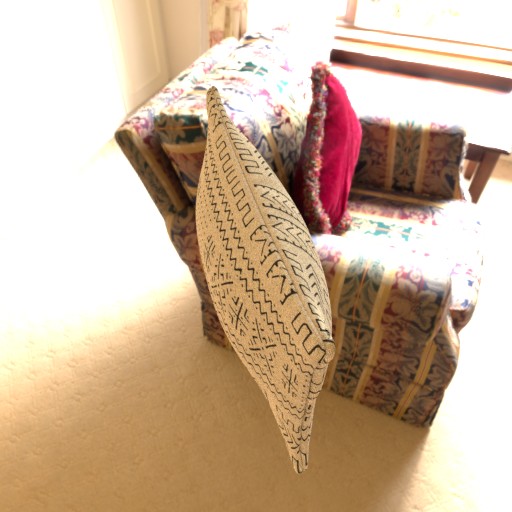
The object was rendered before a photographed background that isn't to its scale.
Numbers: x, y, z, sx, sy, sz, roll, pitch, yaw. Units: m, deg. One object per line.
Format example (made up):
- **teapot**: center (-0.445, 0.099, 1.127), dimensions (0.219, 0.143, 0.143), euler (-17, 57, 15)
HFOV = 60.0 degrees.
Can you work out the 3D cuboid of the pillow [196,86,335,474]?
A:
- **pillow**: center (0.000, 0.000, 0.788), dimensions (0.188, 0.352, 0.637), euler (-11, 47, -10)
